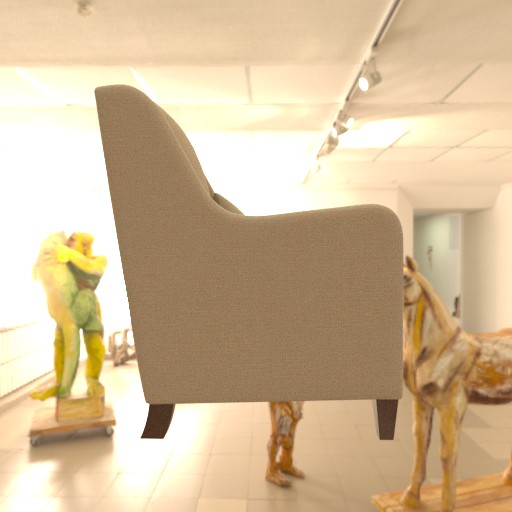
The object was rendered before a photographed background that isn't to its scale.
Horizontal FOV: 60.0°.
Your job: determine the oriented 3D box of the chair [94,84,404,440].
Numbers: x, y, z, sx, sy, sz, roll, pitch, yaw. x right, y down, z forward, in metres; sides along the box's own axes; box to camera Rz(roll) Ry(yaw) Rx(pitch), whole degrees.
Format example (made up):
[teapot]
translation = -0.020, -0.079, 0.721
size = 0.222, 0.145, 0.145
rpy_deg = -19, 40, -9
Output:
[chair]
translation = 0.000, 0.000, 1.569
size = 0.896, 1.017, 0.715
rpy_deg = 0, 1, 1
